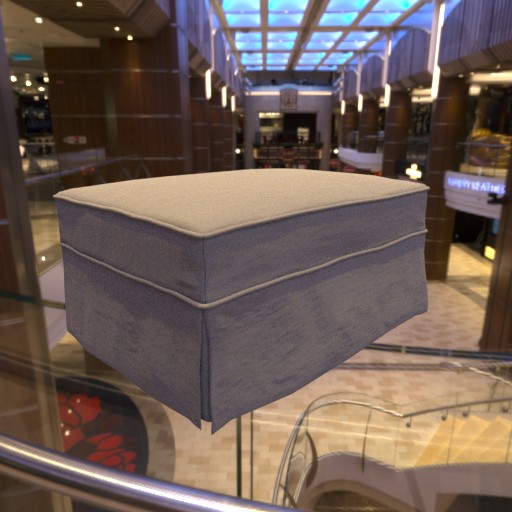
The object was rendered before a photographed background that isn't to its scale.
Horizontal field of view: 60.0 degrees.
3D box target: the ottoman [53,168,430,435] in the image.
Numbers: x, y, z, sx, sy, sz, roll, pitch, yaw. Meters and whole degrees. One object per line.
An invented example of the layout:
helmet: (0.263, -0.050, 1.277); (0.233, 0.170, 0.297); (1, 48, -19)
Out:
ottoman: (0.000, 0.000, 1.321); (0.944, 0.479, 0.703); (-15, 22, -43)
